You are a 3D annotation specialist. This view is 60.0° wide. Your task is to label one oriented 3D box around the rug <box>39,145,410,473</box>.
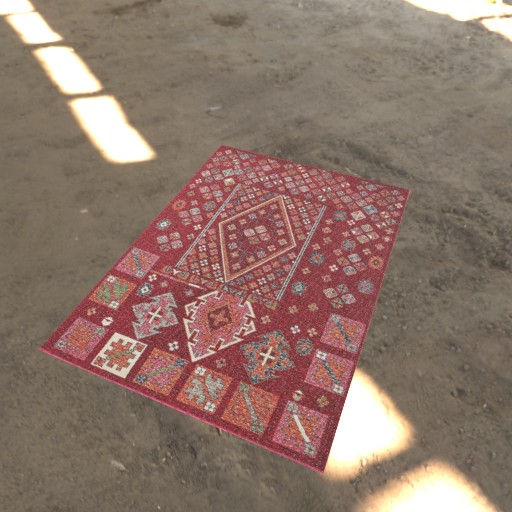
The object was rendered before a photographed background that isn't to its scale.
[{"bbox_3d":[0.000,0.000,4.292,2.389,0.011,3.306,17,48,16],"label":"rug"}]
